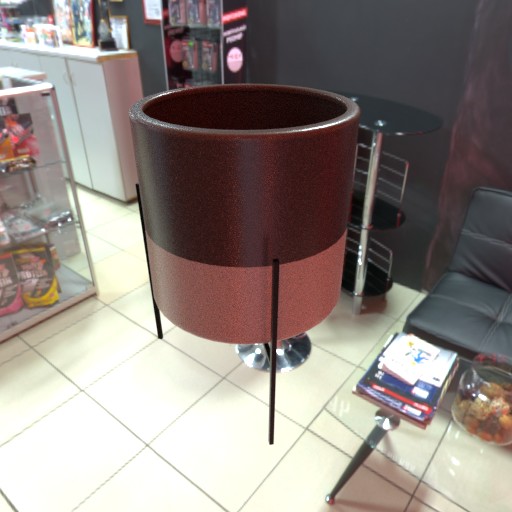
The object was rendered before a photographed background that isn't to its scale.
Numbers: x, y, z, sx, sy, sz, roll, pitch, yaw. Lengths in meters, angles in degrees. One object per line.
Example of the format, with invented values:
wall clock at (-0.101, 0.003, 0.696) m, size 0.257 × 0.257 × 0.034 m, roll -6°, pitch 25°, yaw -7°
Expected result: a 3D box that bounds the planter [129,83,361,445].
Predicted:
planter at (0.000, 0.000, 0.535) m, size 0.250 × 0.353 × 0.260 m, roll -10°, pitch 32°, yaw -16°
